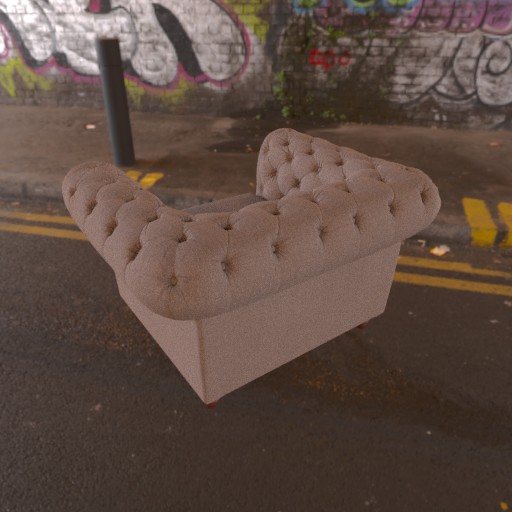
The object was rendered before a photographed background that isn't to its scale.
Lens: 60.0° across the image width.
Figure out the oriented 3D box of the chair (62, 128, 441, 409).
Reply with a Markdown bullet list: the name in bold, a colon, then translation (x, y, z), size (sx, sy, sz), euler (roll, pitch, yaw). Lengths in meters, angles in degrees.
- **chair**: translation (0.000, 0.000, 1.881), size (1.270, 0.770, 0.976), euler (-19, 35, -30)
